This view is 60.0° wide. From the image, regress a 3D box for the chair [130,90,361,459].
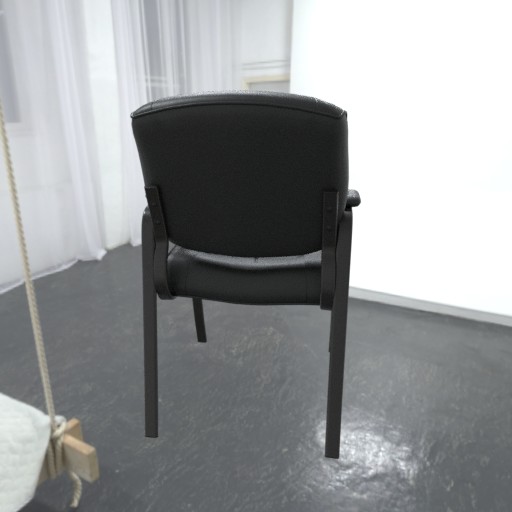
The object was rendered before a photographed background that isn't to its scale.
[{"bbox_3d":[0.000,0.000,1.338,0.591,0.910,0.668,3,18,9],"label":"chair"}]
